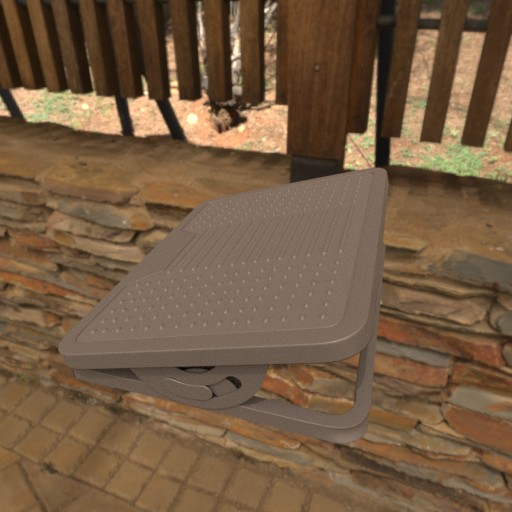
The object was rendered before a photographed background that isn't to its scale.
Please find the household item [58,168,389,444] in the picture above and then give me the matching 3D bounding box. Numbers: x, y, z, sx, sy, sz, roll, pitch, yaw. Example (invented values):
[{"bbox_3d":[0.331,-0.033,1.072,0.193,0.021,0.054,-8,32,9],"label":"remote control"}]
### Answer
[{"bbox_3d":[0.000,0.000,0.529,0.301,0.126,0.390,9,31,14],"label":"household item"}]
